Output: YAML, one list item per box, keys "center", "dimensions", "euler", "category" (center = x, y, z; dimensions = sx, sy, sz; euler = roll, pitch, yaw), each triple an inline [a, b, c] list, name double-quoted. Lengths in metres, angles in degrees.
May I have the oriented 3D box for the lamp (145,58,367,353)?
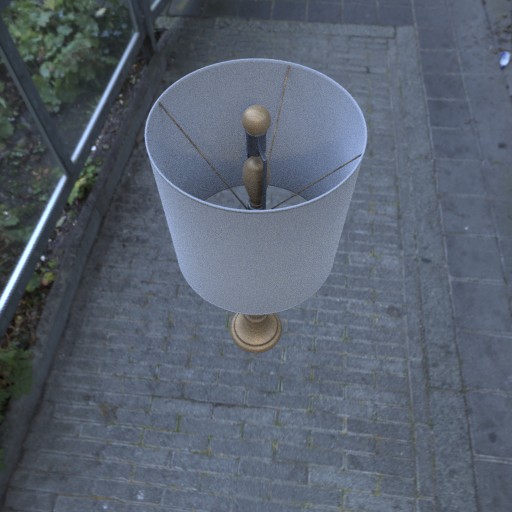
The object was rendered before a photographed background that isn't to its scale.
- center: [0.000, 0.000, 0.735]
  dimensions: [0.250, 0.597, 0.250]
  euler: [17, 59, 11]
  category: "lamp"
